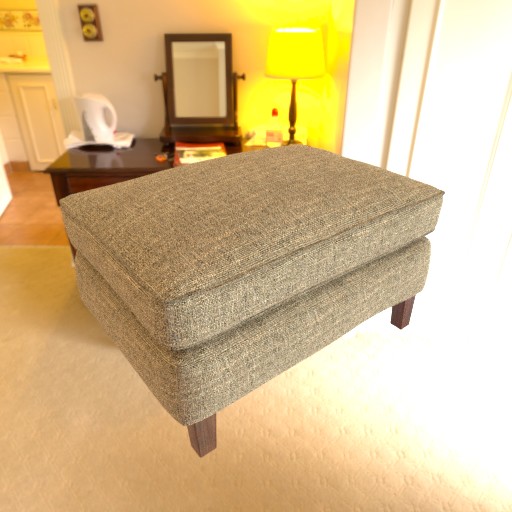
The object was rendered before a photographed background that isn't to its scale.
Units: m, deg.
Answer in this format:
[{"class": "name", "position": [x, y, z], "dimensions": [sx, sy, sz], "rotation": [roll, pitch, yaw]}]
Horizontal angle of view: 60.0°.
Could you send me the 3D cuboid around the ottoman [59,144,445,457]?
[{"class": "ottoman", "position": [0.000, 0.000, 0.986], "dimensions": [0.686, 0.406, 0.508], "rotation": [-21, 36, -32]}]
